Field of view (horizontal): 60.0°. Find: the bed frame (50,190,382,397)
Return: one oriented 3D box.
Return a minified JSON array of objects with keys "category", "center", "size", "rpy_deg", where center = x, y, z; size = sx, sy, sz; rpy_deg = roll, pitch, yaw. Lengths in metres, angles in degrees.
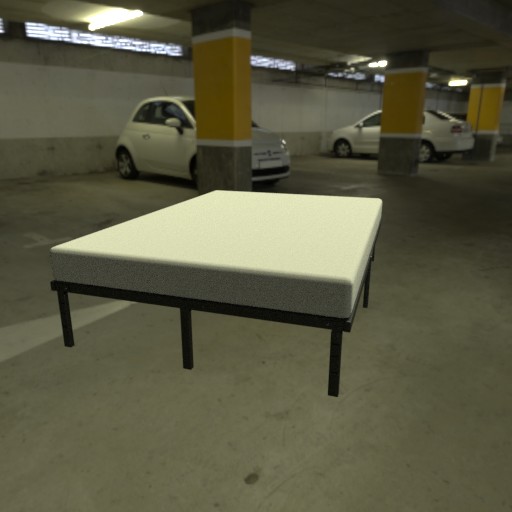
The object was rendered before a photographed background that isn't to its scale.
[{"category":"bed frame","center":[0.000,0.000,3.761],"size":[2.205,0.680,2.842],"rpy_deg":[8,18,25]}]
